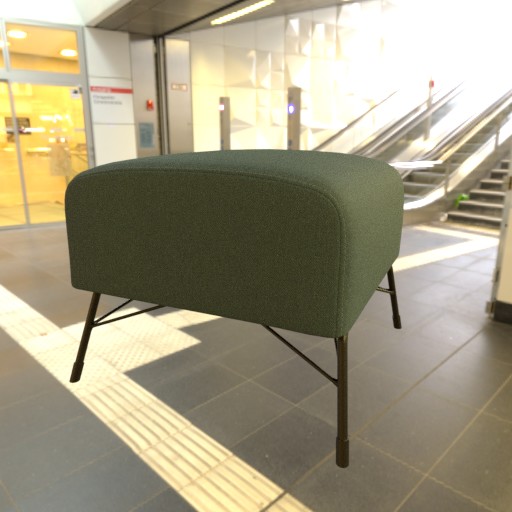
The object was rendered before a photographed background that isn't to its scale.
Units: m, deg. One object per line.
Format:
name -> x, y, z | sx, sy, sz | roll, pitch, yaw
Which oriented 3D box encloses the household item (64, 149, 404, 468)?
household item -> 0.000, 0.000, 0.896 | 0.530, 0.420, 0.530 | 7, 16, 25
